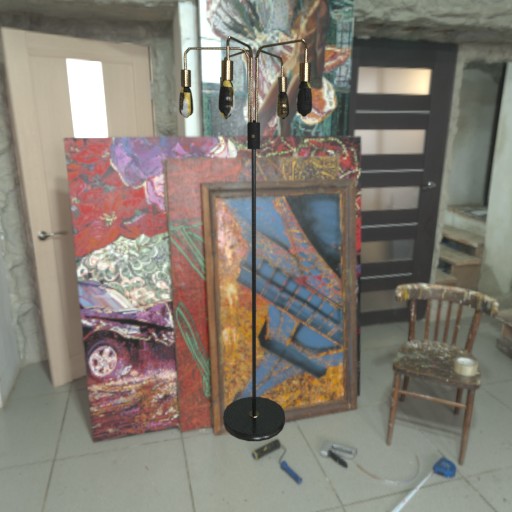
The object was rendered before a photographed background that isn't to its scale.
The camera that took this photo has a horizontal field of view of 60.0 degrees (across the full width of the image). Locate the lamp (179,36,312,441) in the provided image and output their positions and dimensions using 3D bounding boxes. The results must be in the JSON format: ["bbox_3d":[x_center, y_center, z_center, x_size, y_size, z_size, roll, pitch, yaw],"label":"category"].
[{"bbox_3d":[0.000,0.000,1.993,0.572,1.721,0.599,-15,22,-42],"label":"lamp"}]
